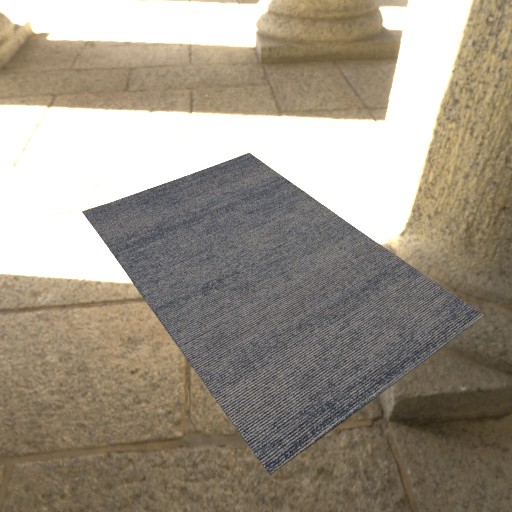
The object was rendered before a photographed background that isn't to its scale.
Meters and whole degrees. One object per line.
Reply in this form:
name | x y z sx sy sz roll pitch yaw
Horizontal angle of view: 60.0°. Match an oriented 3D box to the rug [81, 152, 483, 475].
rug | 0.000 0.000 2.155 1.135 0.010 1.740 -25 47 -26
